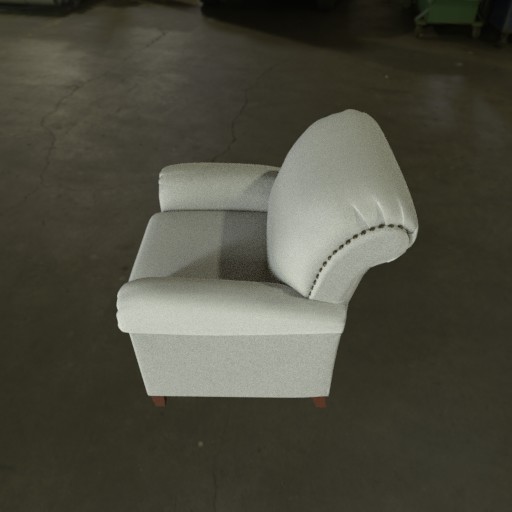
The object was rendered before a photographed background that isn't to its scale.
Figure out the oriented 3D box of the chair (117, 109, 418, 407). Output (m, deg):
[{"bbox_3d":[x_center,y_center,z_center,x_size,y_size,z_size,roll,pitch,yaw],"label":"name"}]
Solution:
[{"bbox_3d":[0.000,0.000,1.656,0.890,0.927,0.854,1,41,1],"label":"chair"}]
